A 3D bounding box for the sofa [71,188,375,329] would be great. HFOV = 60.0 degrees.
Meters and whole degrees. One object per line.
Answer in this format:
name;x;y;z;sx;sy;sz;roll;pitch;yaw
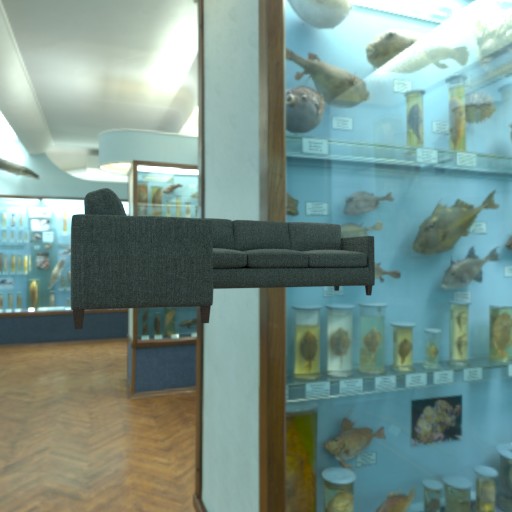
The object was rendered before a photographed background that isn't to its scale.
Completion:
sofa;0.000;0.000;4.500;3.302;0.947;2.593;0;0;-18
